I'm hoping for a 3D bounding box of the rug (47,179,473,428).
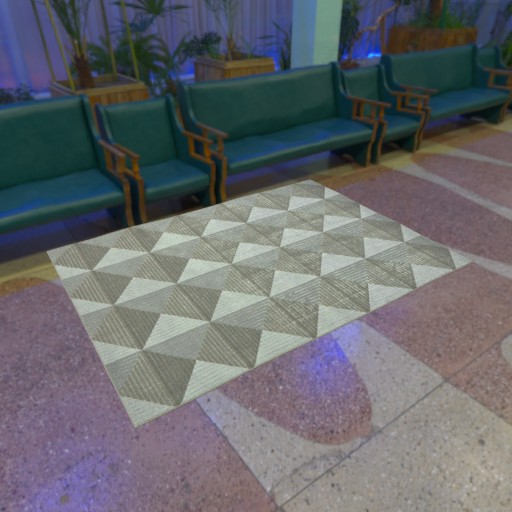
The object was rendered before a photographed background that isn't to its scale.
[{"bbox_3d":[0.000,0.000,4.278,3.333,0.027,2.428,-19,37,-28],"label":"rug"}]
